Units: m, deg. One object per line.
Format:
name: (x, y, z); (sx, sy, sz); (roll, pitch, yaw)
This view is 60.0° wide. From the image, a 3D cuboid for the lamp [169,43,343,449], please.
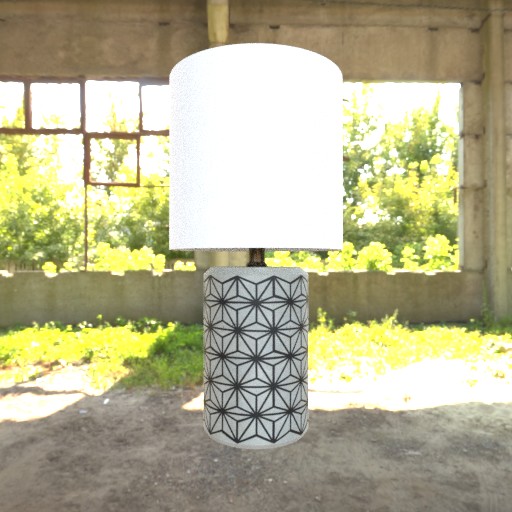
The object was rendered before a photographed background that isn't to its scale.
lamp: (0.000, 0.000, 0.536); (0.206, 0.416, 0.206); (0, -1, -36)
